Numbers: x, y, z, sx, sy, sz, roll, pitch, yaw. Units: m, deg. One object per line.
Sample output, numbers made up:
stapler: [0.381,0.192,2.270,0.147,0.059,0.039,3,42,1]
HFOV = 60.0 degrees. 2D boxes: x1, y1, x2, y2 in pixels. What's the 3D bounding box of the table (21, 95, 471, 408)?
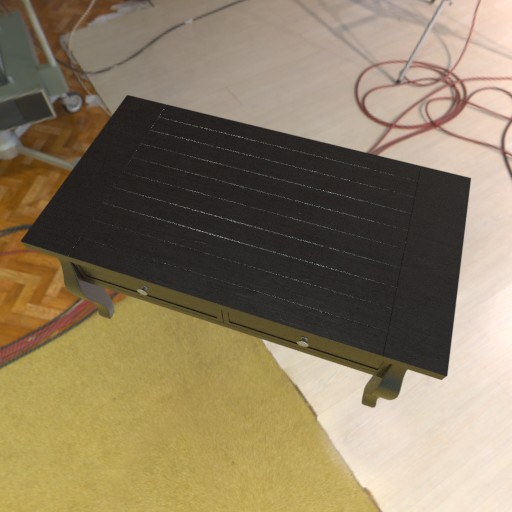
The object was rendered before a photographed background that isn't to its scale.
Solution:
table: [0.000,0.000,1.388,1.062,0.494,0.600,16,61,10]
